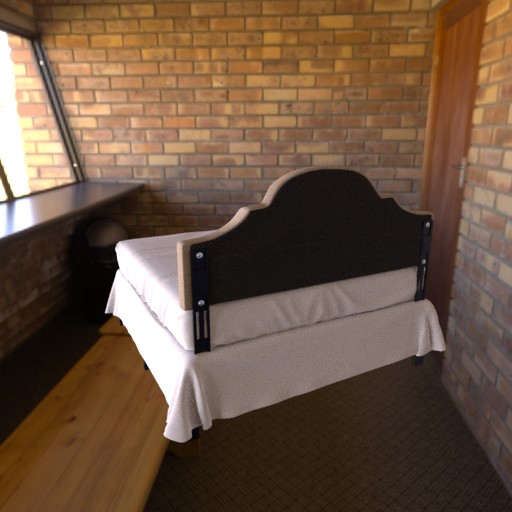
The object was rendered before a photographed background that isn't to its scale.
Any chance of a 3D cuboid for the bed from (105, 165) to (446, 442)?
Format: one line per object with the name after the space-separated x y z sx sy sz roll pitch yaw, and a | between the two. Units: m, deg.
0.000 0.000 3.776 2.303 1.631 2.222 -8 18 -27 | bed
